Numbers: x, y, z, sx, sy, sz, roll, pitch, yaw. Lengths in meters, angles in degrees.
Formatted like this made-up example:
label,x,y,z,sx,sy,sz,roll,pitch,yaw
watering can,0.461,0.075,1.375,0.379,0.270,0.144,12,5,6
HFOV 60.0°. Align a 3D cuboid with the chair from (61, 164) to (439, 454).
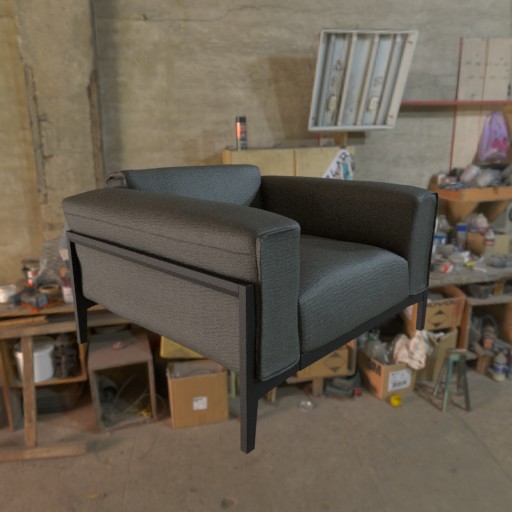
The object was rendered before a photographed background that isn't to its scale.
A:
label,x,y,z,sx,sy,sz,roll,pitch,yaw
chair,0.000,0.000,1.671,0.969,0.646,1.056,13,20,42
